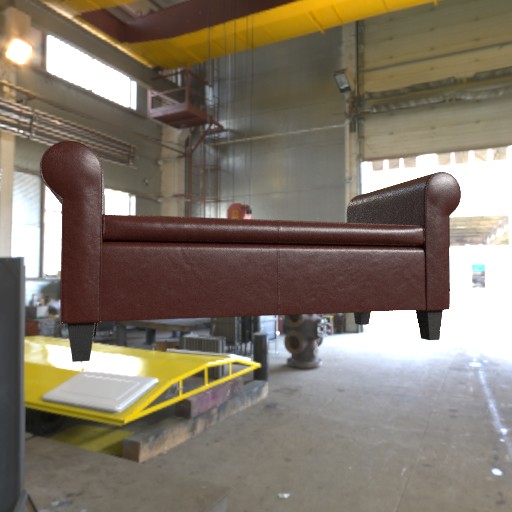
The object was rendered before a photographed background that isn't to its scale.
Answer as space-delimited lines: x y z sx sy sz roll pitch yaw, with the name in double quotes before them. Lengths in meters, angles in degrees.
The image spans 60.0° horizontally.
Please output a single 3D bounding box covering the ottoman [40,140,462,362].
"ottoman" 0.000 0.000 1.490 1.256 0.547 0.521 1 -2 -18
